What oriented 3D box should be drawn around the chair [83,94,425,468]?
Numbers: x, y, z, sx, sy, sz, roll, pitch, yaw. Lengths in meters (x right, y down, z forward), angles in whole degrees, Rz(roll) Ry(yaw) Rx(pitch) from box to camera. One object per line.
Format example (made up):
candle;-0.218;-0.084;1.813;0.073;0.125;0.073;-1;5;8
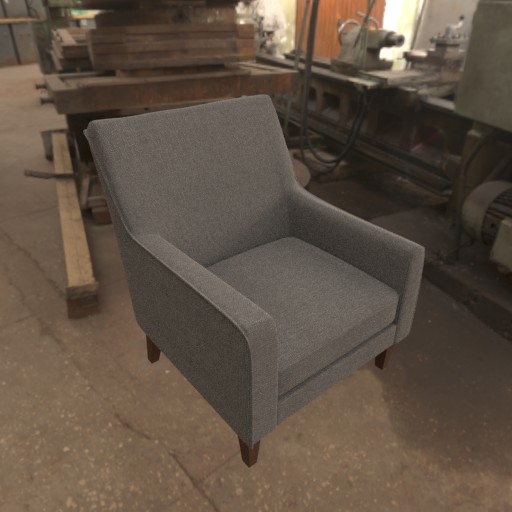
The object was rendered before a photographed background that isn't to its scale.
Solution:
chair;0.000;0.000;1.599;0.780;0.919;0.899;-22;37;-33
